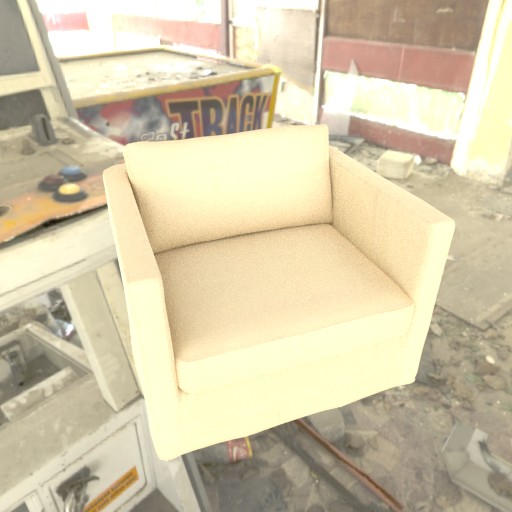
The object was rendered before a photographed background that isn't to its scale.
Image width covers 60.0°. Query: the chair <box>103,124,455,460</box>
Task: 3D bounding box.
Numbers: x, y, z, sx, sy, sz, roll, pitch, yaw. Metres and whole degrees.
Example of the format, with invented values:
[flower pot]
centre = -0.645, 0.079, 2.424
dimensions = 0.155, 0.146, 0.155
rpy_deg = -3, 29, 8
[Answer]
[chair]
centre = 0.000, 0.000, 1.754
dimensions = 1.057, 0.851, 0.947
rpy_deg = -11, 33, -17
